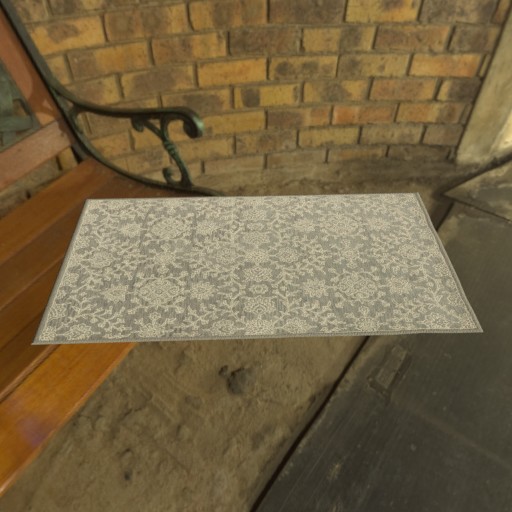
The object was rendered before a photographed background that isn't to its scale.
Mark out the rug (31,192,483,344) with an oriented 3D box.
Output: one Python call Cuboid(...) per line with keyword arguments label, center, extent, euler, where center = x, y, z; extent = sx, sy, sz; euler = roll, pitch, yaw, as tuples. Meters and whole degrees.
Cuboid(label="rug", center=(0.000, 0.000, 3.523), extent=(3.048, 0.011, 1.546), euler=(-1, 46, -1))
